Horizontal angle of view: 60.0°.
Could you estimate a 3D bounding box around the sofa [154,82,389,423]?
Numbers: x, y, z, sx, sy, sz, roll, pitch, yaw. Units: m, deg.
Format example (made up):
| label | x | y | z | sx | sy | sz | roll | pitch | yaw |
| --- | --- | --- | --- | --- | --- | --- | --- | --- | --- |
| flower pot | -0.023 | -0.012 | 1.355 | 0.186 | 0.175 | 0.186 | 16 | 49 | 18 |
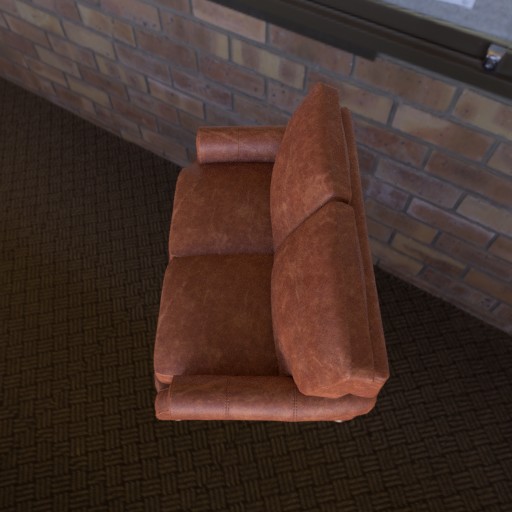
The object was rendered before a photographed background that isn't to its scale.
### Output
| label | x | y | z | sx | sy | sz | roll | pitch | yaw |
| --- | --- | --- | --- | --- | --- | --- | --- | --- | --- |
| sofa | 0.000 | 0.000 | 2.232 | 0.990 | 0.967 | 1.616 | 0 | 59 | 0 |
